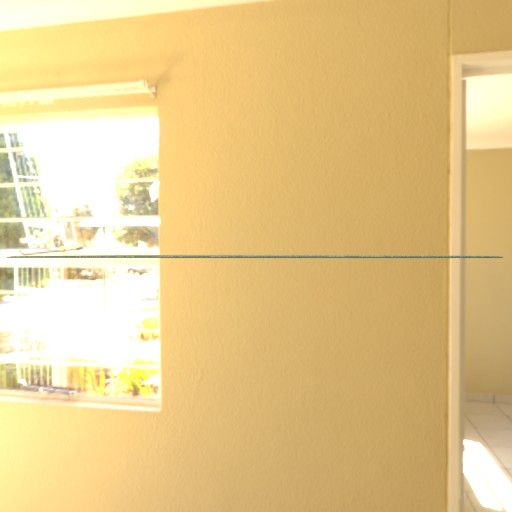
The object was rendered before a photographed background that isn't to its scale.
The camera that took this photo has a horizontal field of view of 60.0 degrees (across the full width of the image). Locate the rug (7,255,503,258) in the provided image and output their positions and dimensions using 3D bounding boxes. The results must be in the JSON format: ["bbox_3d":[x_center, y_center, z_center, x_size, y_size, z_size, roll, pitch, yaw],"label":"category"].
[{"bbox_3d":[0.000,0.000,3.836,2.980,0.012,2.363,0,0,1],"label":"rug"}]
